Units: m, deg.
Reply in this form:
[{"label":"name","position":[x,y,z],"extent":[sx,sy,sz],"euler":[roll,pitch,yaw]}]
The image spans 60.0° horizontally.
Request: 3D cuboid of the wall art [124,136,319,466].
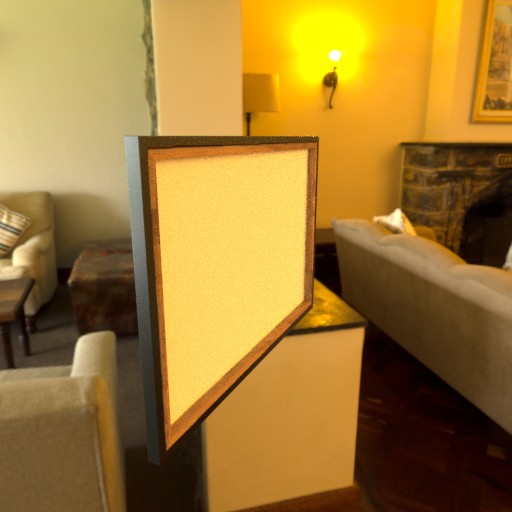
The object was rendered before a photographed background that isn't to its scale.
[{"label":"wall art","position":[0.000,0.000,0.852],"extent":[0.022,0.446,0.659],"euler":[7,17,25]}]
